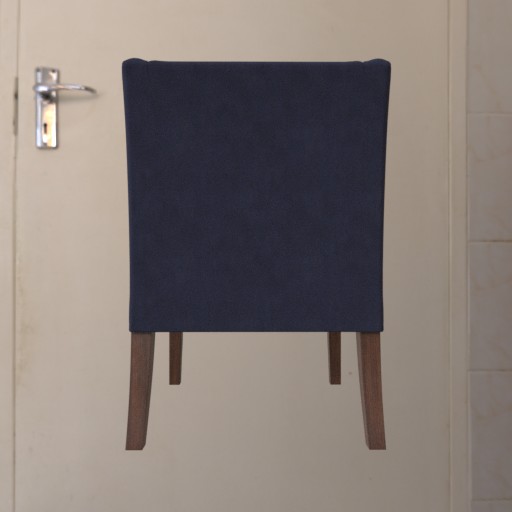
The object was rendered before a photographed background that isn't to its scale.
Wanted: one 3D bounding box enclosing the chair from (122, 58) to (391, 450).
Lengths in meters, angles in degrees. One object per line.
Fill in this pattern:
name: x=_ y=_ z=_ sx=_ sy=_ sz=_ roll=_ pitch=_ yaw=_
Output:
chair: x=0.000 y=0.000 z=1.295 sx=0.629 sy=0.895 sz=0.629 roll=0 pitch=0 yaw=0
